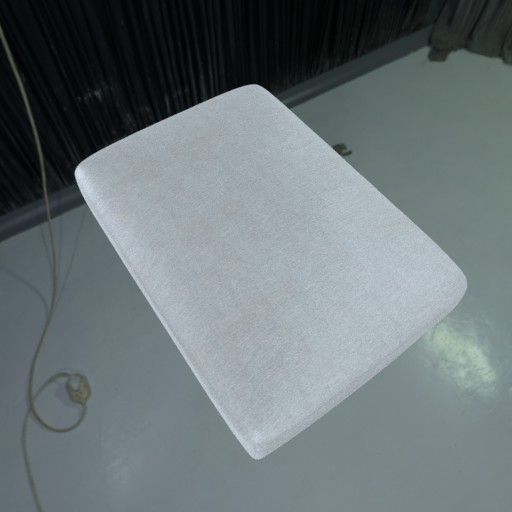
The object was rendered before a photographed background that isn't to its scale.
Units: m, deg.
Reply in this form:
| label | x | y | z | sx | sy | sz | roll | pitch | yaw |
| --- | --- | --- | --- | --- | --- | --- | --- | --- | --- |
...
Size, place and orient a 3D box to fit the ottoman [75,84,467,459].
| label | x | y | z | sx | sy | sz | roll | pitch | yaw |
| --- | --- | --- | --- | --- | --- | --- | --- | --- | --- |
| ottoman | 0.000 | 0.000 | 1.025 | 0.528 | 0.404 | 0.735 | -31 | 64 | -17 |
